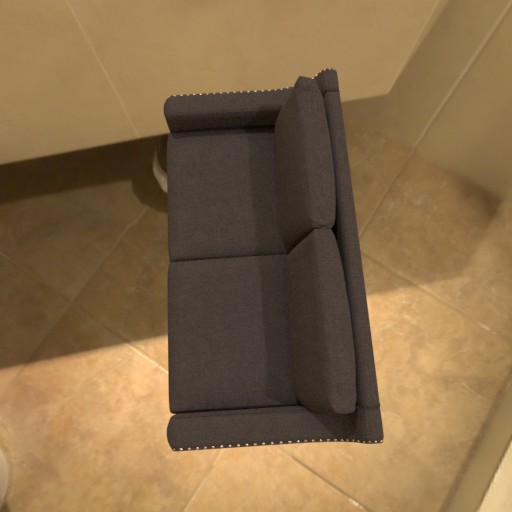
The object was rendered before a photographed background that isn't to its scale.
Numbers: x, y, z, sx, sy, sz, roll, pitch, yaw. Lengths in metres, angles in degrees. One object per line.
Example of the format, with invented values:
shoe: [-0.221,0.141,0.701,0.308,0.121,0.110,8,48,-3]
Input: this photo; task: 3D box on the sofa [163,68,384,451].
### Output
sofa: [0.000,0.000,3.264,1.336,1.196,2.550,-3,75,-1]
